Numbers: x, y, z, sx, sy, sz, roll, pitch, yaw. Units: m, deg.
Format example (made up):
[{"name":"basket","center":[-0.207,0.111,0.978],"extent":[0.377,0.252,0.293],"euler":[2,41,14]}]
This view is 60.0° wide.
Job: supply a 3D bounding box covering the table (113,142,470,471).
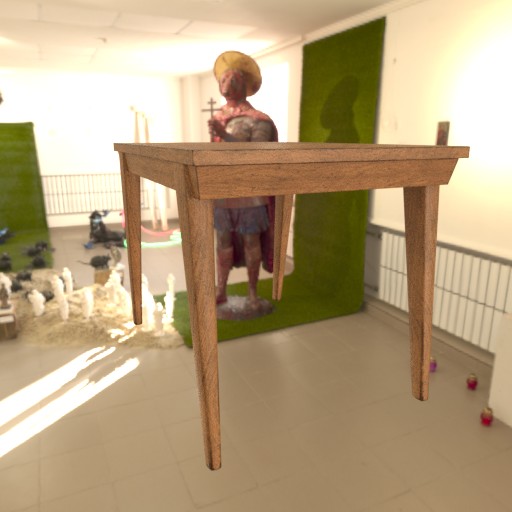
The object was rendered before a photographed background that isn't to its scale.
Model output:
[{"name":"table","center":[0.000,0.000,1.553],"extent":[0.757,0.760,1.027],"euler":[-7,17,-24]}]
